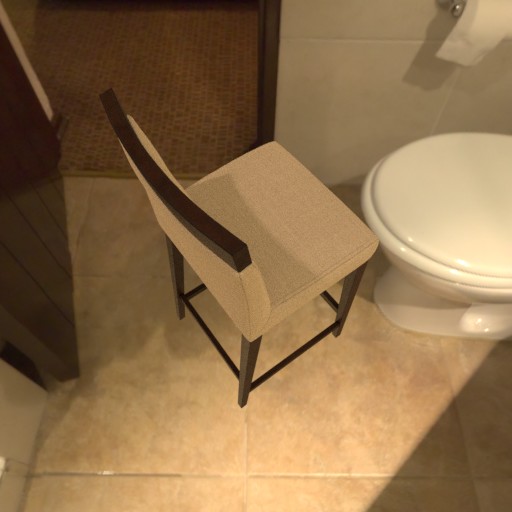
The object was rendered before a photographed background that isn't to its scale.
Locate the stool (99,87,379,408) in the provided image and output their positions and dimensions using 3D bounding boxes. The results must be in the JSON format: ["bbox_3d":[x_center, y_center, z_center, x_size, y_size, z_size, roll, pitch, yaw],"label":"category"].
[{"bbox_3d":[0.000,0.000,1.390,0.531,1.117,0.511,-32,63,-18],"label":"stool"}]
